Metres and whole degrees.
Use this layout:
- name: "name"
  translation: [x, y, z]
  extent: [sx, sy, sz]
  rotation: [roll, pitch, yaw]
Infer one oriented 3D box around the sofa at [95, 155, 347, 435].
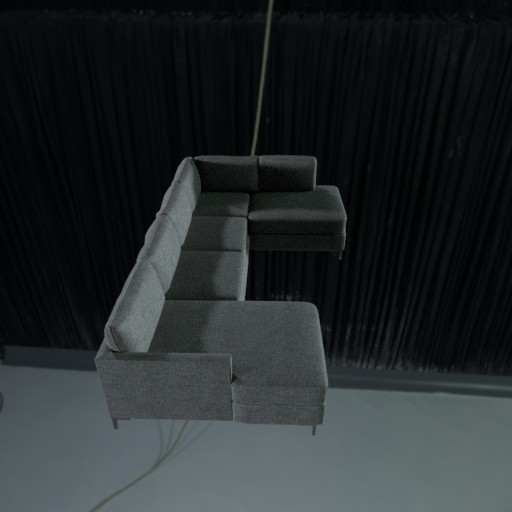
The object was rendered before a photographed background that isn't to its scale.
- name: "sofa"
  translation: [0.000, 0.000, 4.436]
  extent: [2.048, 0.999, 3.423]
  rotation: [1, 32, 1]
